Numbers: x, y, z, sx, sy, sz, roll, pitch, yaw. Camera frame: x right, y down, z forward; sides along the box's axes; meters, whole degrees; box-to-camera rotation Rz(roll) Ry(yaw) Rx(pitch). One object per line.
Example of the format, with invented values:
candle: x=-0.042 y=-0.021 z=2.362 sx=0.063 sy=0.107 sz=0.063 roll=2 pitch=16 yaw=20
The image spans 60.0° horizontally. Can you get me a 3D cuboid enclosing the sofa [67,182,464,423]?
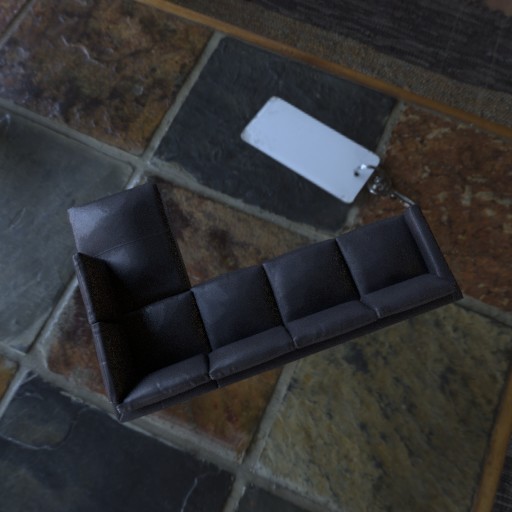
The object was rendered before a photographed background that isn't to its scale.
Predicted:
sofa: x=0.000 y=0.000 z=3.958 sx=2.984 sy=0.877 sz=1.938 roll=-19 pitch=76 yaw=-5
